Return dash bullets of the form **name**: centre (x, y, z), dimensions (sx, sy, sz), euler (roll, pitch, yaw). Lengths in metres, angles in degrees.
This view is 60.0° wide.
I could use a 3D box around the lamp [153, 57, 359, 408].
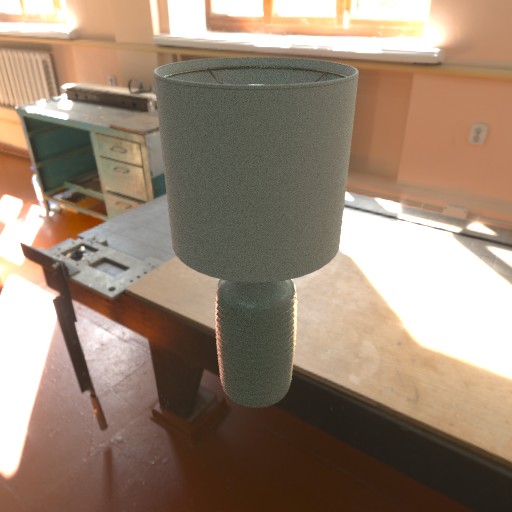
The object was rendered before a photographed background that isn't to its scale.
- **lamp**: centre (0.000, 0.000, 0.604), dimensions (0.220, 0.475, 0.220), euler (-11, 32, -18)
